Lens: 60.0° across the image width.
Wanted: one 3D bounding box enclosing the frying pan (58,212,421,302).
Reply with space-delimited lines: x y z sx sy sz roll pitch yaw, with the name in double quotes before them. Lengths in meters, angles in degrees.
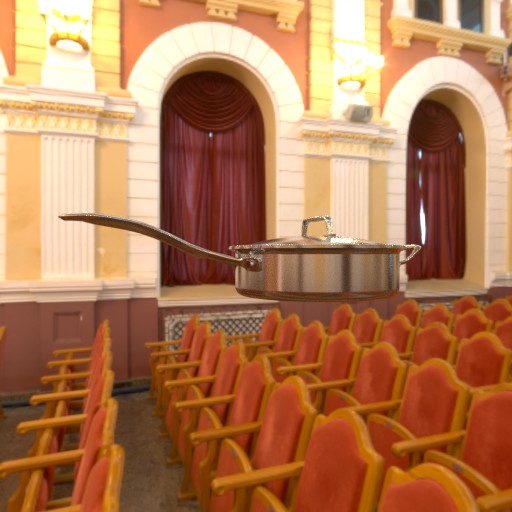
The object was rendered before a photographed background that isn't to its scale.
"frying pan" 0.000 0.000 0.600 0.492 0.111 0.245 0 0 -19
